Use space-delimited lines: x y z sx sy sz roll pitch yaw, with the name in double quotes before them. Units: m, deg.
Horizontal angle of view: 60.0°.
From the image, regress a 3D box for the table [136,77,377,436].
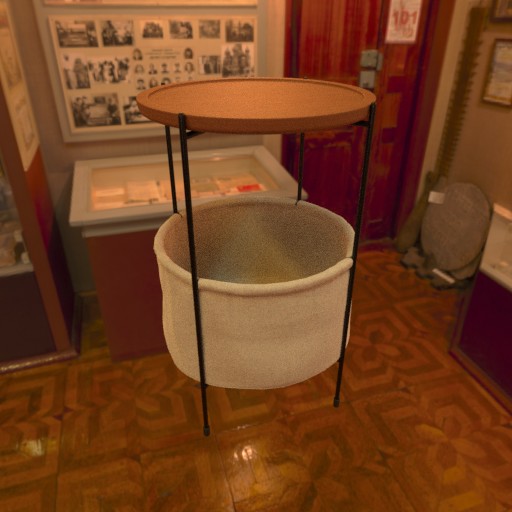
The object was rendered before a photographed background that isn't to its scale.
"table" 0.000 0.000 0.884 0.393 0.623 0.393 -8 30 -13
